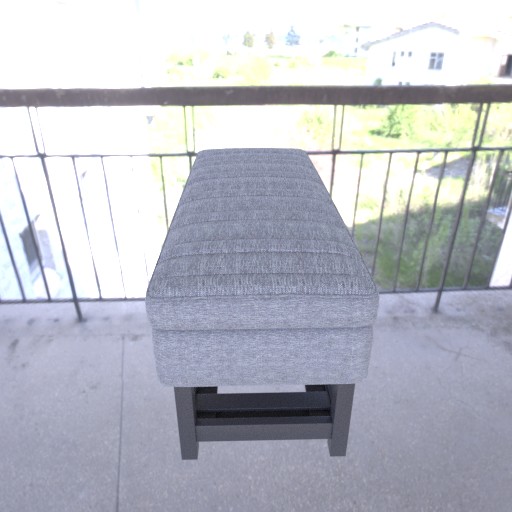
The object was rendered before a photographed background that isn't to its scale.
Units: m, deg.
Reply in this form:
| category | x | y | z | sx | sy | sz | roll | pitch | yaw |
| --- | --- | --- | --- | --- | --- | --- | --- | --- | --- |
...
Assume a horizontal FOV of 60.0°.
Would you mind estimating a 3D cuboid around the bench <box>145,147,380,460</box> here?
| category | x | y | z | sx | sy | sz | roll | pitch | yaw |
| --- | --- | --- | --- | --- | --- | --- | --- | --- | --- |
| bench | 0.000 | 0.000 | 1.330 | 0.429 | 0.470 | 1.100 | -1 | 27 | -1 |
